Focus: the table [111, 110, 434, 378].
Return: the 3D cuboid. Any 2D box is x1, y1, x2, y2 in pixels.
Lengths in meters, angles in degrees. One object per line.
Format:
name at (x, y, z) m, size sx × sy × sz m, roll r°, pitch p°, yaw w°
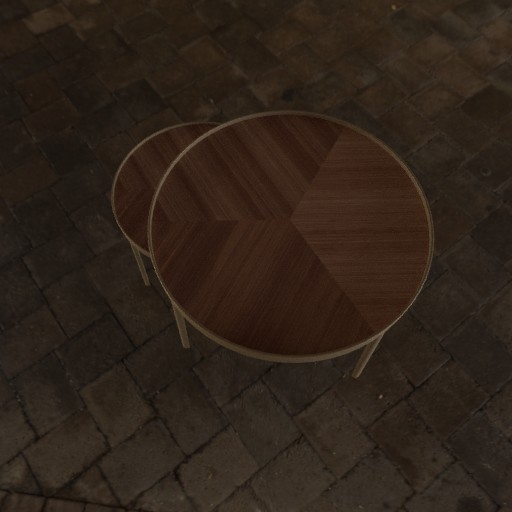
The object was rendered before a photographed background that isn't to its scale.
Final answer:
table at (0.000, 0.000, 1.103) m, size 0.751 × 0.555 × 0.532 m, roll 37°, pitch 69°, yaw 16°
